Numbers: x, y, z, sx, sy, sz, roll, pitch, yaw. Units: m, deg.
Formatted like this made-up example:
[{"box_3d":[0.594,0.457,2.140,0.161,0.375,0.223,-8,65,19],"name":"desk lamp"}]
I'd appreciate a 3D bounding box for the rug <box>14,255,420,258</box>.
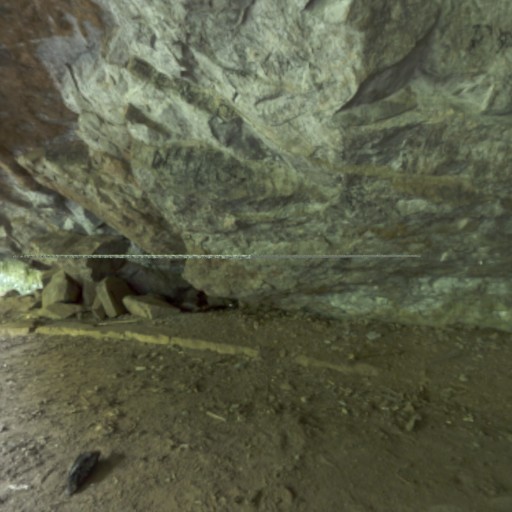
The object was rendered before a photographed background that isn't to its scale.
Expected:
[{"box_3d":[0.000,0.000,2.996,1.548,0.013,2.486,0,0,34],"name":"rug"}]
